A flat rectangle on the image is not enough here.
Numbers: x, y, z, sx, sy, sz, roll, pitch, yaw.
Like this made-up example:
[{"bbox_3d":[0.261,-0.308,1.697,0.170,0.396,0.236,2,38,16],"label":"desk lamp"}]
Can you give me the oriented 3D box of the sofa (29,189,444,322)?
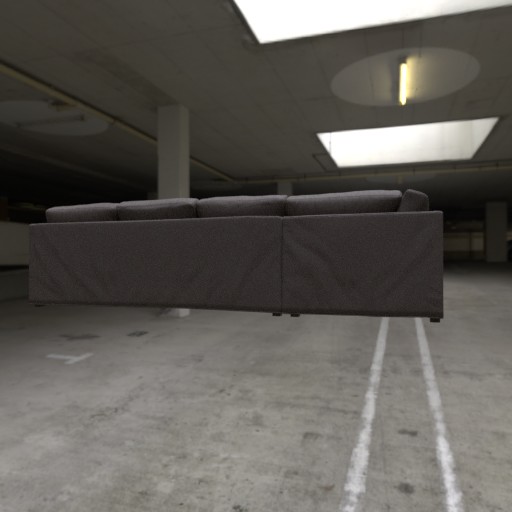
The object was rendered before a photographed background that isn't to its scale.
[{"bbox_3d":[0.000,0.000,4.315,3.182,0.871,2.432,0,-1,18],"label":"sofa"}]
